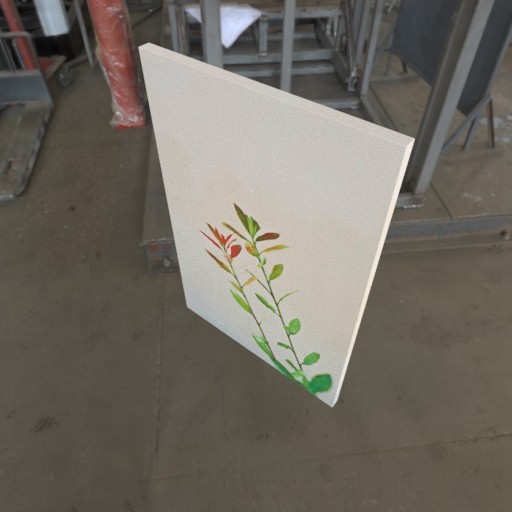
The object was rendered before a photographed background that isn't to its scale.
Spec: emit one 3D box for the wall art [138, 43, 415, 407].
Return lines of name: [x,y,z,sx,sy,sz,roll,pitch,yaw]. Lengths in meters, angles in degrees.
wall art: [0.000,0.000,1.436,0.764,1.143,0.038,30,53,25]
